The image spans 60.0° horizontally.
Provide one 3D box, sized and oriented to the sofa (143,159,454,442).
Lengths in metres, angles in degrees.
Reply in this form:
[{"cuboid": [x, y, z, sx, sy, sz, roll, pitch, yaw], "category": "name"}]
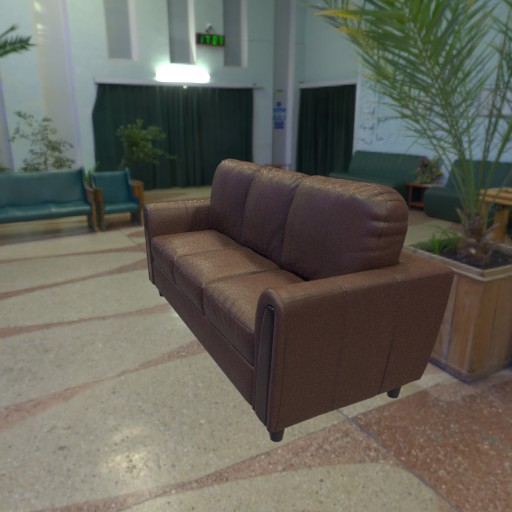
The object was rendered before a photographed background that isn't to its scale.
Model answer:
[{"cuboid": [0.000, 0.000, 2.357, 0.802, 0.915, 1.862, -8, 19, -25], "category": "sofa"}]
